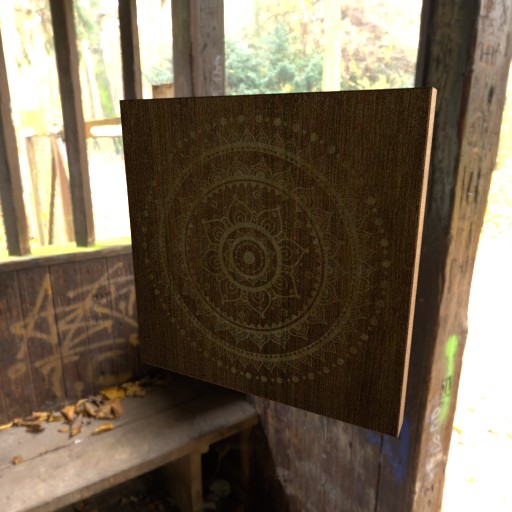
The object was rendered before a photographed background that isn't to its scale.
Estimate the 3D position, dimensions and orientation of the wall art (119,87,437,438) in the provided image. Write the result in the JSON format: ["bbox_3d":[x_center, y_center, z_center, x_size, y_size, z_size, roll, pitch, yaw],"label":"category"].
[{"bbox_3d":[0.000,0.000,0.590,0.406,0.403,0.039,8,18,26],"label":"wall art"}]
